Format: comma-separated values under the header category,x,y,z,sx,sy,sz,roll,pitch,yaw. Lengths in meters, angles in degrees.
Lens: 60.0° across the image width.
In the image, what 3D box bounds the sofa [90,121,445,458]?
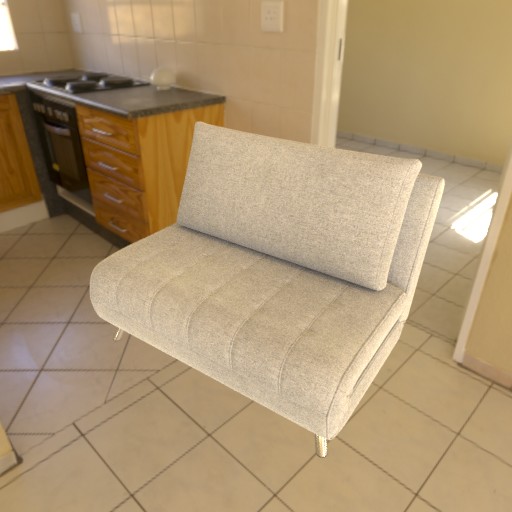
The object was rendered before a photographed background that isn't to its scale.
category,x,y,z,sx,sy,sz,roll,pitch,yaw
sofa,0.000,0.000,1.898,1.220,0.910,0.910,19,35,30
